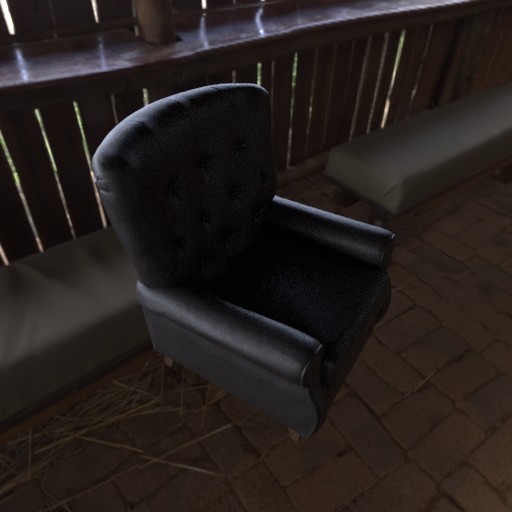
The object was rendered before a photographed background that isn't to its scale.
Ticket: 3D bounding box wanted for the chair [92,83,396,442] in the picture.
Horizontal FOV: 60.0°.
[{"bbox_3d":[0.000,0.000,1.883,1.058,1.158,0.948,23,45,24],"label":"chair"}]
